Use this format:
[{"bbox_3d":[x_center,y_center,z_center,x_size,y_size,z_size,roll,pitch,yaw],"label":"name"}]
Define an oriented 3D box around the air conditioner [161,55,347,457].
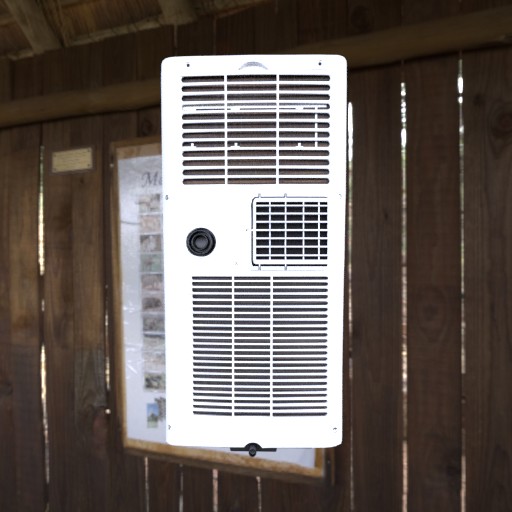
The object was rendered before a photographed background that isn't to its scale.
[{"bbox_3d":[0.000,0.000,0.803,0.304,0.606,0.349,0,0,2],"label":"air conditioner"}]
